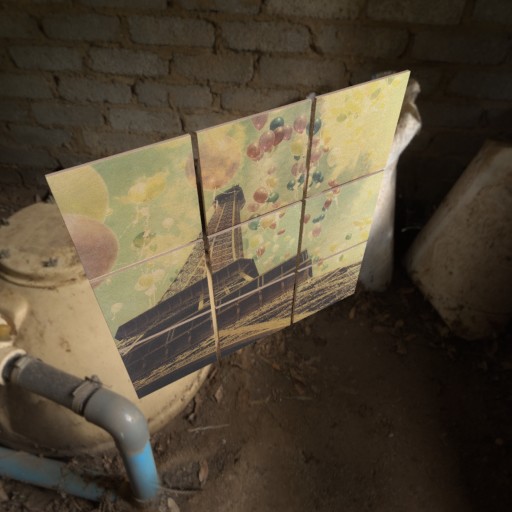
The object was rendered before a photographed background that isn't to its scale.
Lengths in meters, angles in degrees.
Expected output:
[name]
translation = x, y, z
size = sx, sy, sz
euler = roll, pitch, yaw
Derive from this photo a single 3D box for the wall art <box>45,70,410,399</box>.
[wall art]
translation = 0.000, 0.000, 1.761
size = 1.219, 1.218, 0.013
euler = -23, 50, -20
